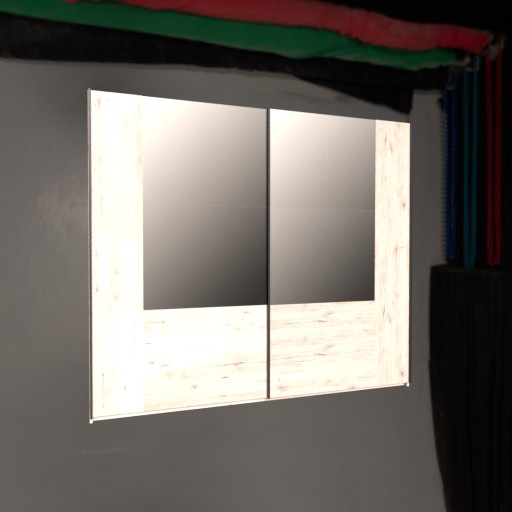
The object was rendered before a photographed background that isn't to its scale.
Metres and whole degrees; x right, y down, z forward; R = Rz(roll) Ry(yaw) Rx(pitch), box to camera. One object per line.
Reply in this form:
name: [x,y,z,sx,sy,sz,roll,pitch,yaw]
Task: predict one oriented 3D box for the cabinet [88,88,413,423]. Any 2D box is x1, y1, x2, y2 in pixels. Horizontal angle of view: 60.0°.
cabinet: [0.000,0.000,3.571,2.500,2.180,0.660,0,1,-18]
